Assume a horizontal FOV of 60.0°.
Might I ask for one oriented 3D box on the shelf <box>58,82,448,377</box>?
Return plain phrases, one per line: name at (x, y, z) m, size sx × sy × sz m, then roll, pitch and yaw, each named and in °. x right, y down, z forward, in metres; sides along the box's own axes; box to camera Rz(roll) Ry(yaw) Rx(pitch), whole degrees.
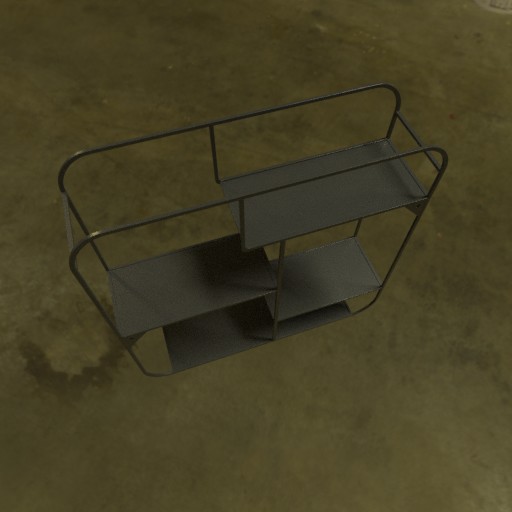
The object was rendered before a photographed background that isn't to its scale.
shelf at (0.000, 0.000, 0.910) m, size 0.600 × 0.600 × 0.160 m, roll -16°, pitch 59°, yaw -10°
